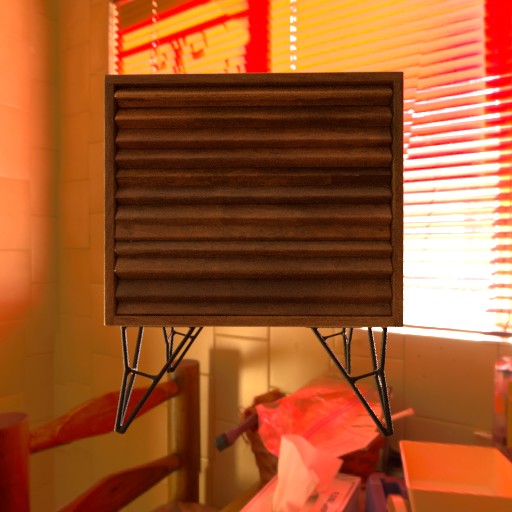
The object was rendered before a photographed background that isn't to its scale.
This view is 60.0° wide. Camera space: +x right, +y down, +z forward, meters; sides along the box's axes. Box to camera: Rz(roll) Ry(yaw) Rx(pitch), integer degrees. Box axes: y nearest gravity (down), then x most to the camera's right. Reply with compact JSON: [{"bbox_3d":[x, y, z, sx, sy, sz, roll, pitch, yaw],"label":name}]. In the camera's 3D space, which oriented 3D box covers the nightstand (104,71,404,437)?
[{"bbox_3d":[0.000,0.000,0.873,0.457,0.559,0.406,0,0,1],"label":"nightstand"}]
